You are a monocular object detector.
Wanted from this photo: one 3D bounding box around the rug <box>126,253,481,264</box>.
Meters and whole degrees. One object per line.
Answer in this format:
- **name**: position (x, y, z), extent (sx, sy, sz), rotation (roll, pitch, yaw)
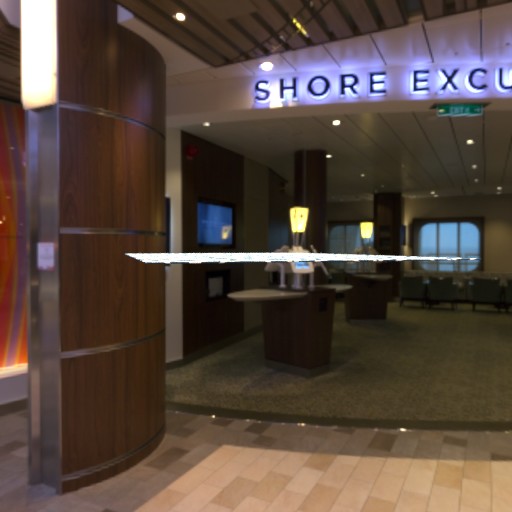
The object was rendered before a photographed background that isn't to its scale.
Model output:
- **rug**: position (0.000, 0.000, 4.505), extent (2.438, 0.010, 3.353), rotation (0, 1, -19)
